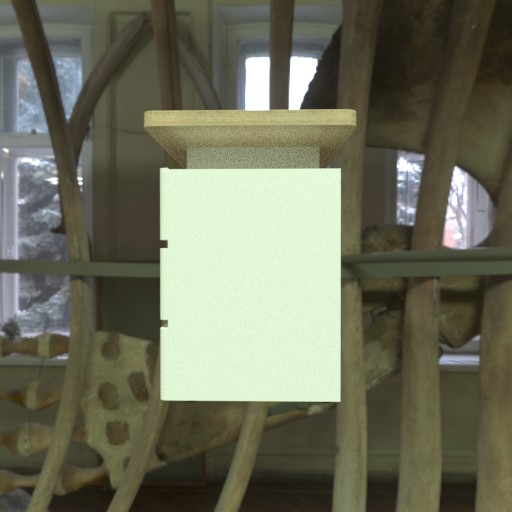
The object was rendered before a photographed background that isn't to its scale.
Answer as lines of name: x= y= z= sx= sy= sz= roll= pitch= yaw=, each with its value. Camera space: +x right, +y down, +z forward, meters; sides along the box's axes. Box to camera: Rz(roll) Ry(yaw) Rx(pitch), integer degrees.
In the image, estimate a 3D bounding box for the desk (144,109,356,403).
desk: x=0.000 y=0.000 z=1.876 sx=0.550 sy=0.755 sz=1.500 roll=0 pitch=1 yaw=1
